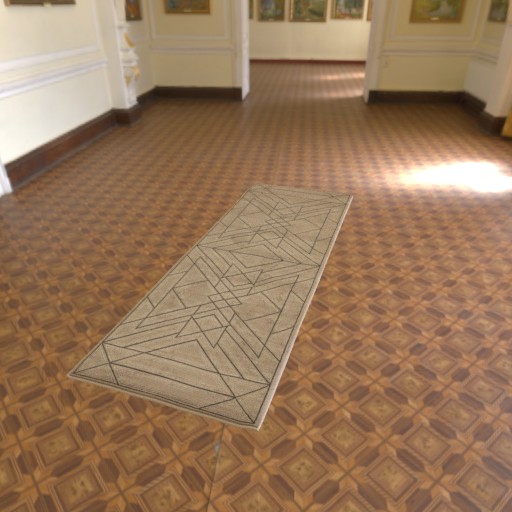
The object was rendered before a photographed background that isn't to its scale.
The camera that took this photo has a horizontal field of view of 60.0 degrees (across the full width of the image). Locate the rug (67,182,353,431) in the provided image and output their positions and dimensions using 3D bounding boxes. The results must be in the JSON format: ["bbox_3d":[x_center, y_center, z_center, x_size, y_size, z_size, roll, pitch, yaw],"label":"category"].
[{"bbox_3d":[0.000,0.000,2.667,0.831,0.036,2.381,10,31,16],"label":"rug"}]
